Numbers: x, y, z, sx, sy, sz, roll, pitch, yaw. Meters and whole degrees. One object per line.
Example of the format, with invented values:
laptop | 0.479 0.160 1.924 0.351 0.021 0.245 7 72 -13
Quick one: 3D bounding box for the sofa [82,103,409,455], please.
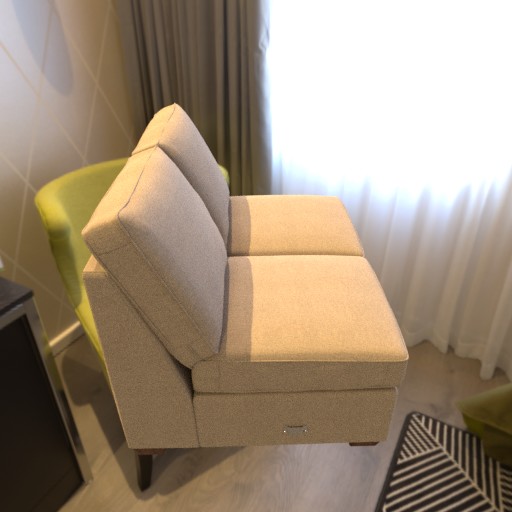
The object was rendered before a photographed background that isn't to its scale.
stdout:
sofa | 0.000 0.000 1.891 0.978 1.006 1.232 -1 32 -1
